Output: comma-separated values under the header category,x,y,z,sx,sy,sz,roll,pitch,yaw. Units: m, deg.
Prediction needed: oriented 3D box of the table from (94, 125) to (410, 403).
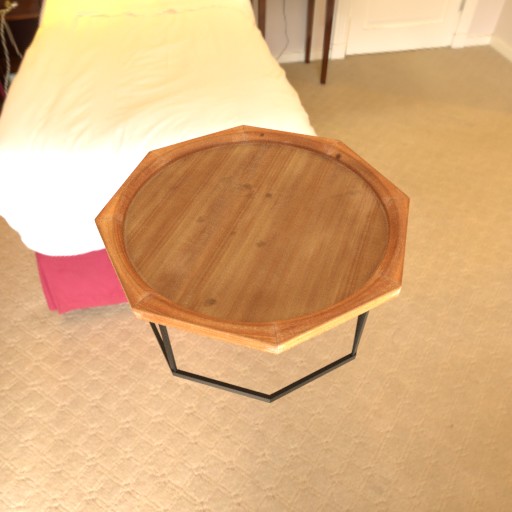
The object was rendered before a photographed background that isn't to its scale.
category,x,y,z,sx,sy,sz,roll,pitch,yaw
table,0.000,0.000,1.558,1.002,0.444,1.002,0,47,0
